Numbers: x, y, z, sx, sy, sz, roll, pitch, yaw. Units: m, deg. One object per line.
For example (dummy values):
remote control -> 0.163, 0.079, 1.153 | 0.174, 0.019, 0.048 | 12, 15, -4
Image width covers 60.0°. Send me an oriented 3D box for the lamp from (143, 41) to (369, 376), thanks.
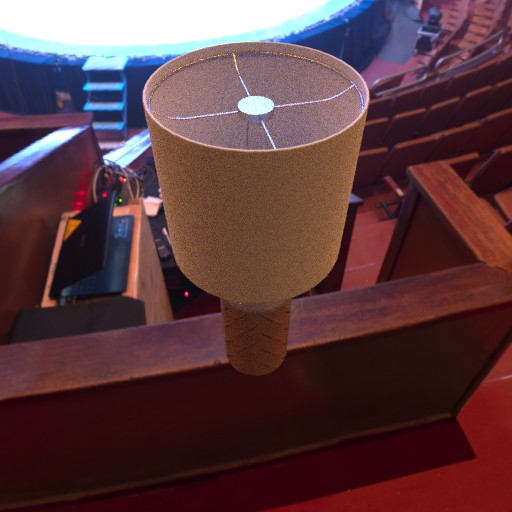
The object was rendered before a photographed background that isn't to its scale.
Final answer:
lamp -> 0.000, 0.000, 0.578 | 0.207, 0.461, 0.207 | -11, 48, -10
